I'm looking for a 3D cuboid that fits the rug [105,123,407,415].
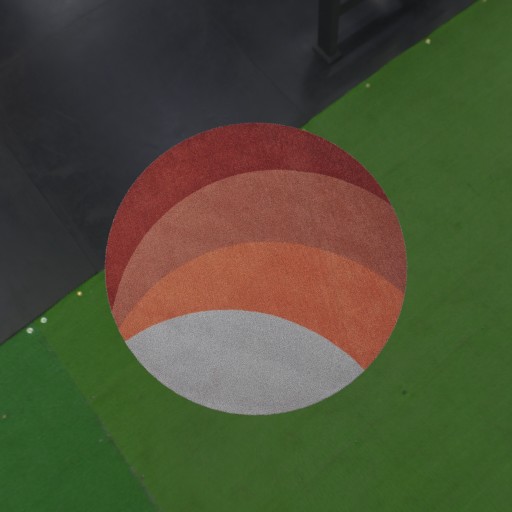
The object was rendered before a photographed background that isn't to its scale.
[{"bbox_3d":[0.000,0.000,2.231,1.514,0.015,1.514,0,75,0],"label":"rug"}]
